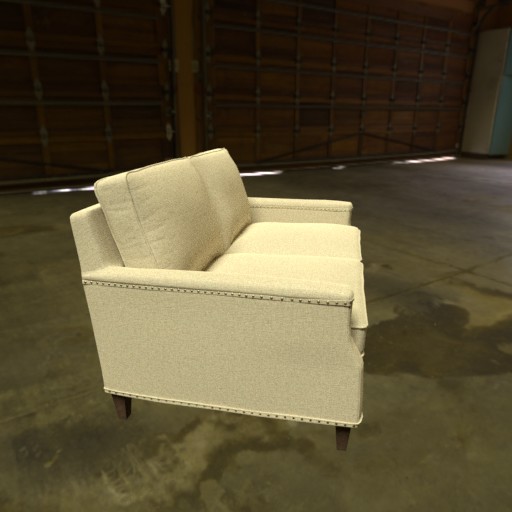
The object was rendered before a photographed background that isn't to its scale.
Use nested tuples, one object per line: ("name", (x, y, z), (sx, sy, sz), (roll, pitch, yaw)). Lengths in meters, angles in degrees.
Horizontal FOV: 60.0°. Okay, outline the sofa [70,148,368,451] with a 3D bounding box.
("sofa", (0.000, 0.000, 2.279), (1.084, 1.003, 1.597), (4, 18, 11))
